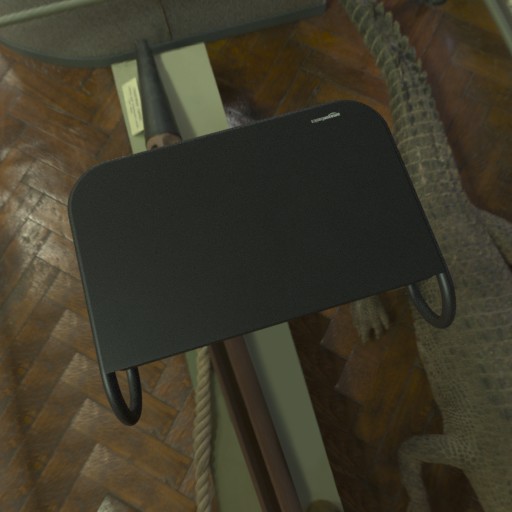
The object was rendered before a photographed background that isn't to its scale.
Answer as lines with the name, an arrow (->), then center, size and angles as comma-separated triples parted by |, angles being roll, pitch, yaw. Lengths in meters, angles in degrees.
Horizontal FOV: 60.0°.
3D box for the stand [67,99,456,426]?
stand -> 0.000, 0.000, 0.515 | 0.370, 0.108, 0.280 | -16, 76, -4
